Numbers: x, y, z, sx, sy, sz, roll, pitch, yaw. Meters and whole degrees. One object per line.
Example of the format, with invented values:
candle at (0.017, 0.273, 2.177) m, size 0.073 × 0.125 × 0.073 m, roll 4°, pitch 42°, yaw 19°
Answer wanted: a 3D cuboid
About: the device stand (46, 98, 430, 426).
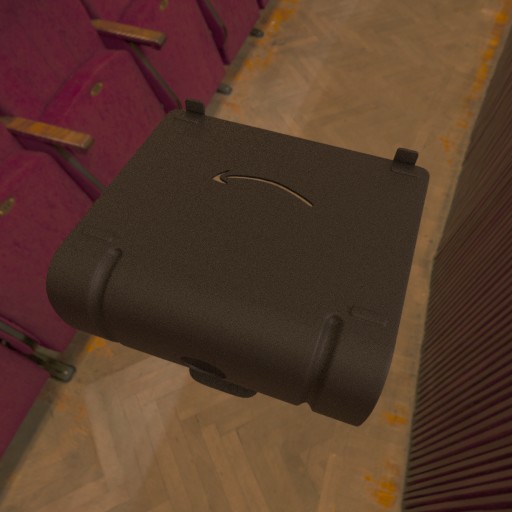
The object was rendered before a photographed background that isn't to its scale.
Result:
device stand at (0.000, 0.000, 0.401) m, size 0.256 × 0.155 × 0.236 m, roll 16°, pitch 59°, yaw 10°
